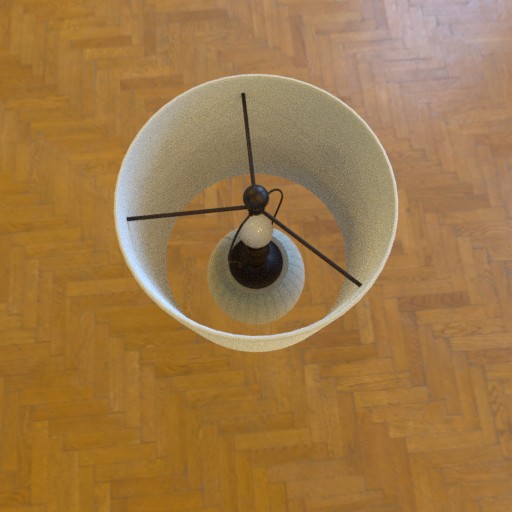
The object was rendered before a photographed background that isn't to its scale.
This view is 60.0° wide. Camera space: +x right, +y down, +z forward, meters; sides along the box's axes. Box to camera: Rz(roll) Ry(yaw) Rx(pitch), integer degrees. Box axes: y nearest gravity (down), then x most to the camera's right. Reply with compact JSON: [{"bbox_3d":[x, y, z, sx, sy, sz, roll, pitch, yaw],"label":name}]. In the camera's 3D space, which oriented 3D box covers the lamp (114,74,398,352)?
[{"bbox_3d":[0.000,0.000,0.773,0.329,0.570,0.329,38,79,9],"label":"lamp"}]
